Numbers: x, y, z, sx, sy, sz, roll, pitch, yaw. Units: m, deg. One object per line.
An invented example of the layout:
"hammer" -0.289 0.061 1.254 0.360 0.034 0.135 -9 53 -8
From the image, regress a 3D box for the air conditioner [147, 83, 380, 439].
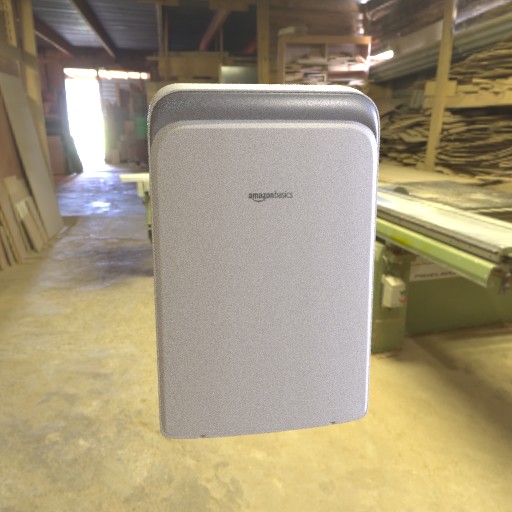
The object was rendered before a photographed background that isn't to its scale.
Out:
"air conditioner" 0.000 0.000 0.959 0.454 0.700 0.365 -3 17 -8
